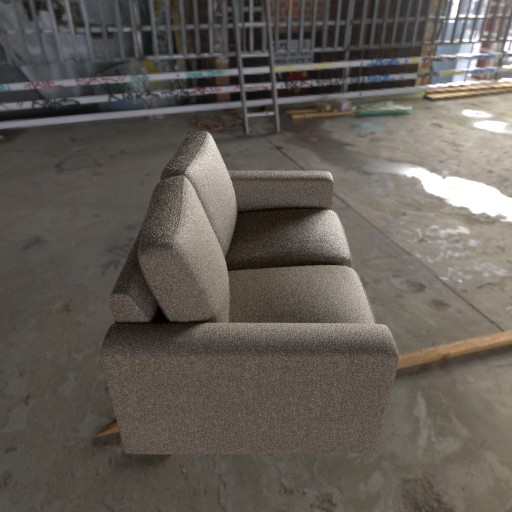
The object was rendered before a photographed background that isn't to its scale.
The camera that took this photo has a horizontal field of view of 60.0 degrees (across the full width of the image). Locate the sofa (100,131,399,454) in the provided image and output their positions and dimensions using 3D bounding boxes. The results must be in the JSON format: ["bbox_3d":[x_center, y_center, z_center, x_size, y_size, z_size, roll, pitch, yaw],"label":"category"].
[{"bbox_3d":[0.000,0.000,2.171,1.016,0.873,1.616,0,32,0],"label":"sofa"}]
